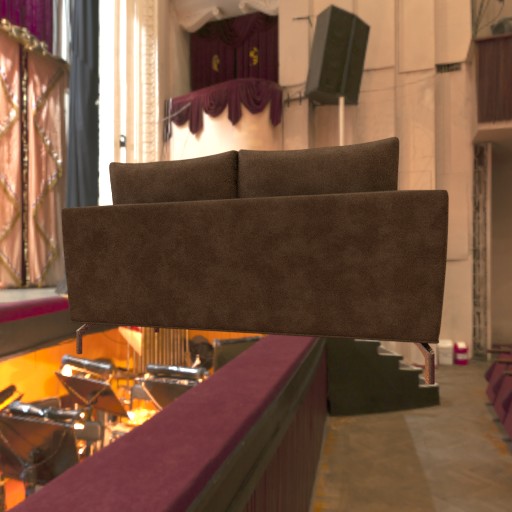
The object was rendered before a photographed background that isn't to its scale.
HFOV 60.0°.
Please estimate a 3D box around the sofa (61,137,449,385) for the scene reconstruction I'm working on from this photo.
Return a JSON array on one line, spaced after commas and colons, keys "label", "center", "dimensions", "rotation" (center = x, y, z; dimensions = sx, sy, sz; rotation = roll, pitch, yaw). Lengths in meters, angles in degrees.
[{"label": "sofa", "center": [0.000, 0.000, 2.345], "dimensions": [1.832, 1.013, 0.855], "rotation": [0, -1, 19]}]
